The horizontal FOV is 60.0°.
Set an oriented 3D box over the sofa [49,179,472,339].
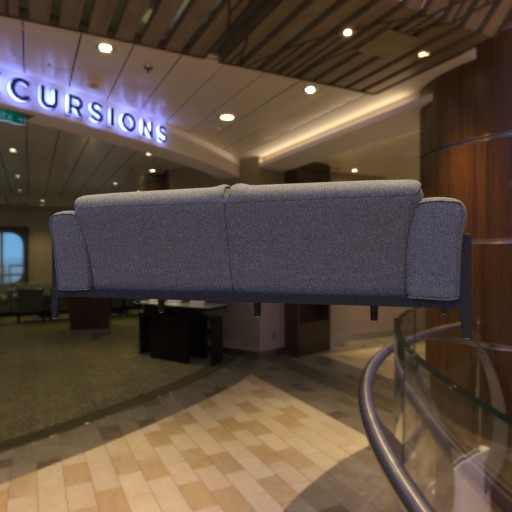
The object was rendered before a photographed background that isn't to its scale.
[{"bbox_3d":[0.000,0.000,2.542,2.125,0.703,0.985,0,0,17],"label":"sofa"}]
